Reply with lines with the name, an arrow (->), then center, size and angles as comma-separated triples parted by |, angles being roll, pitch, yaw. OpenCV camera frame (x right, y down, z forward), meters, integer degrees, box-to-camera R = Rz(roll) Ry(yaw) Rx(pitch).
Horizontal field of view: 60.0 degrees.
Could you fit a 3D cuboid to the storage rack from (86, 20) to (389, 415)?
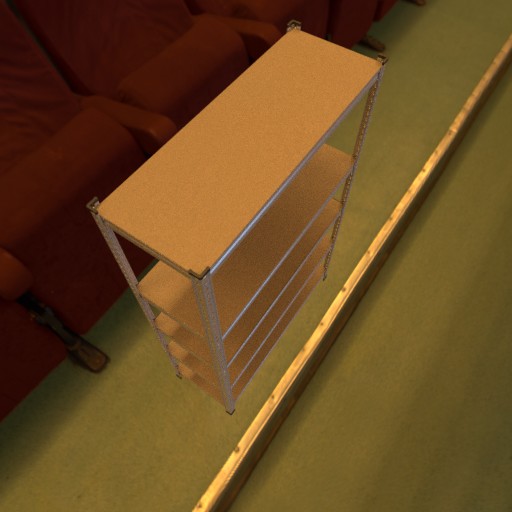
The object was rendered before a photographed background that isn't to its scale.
storage rack -> 0.000, 0.000, 2.353 | 0.457, 1.829, 1.219 | 30, 63, 17
